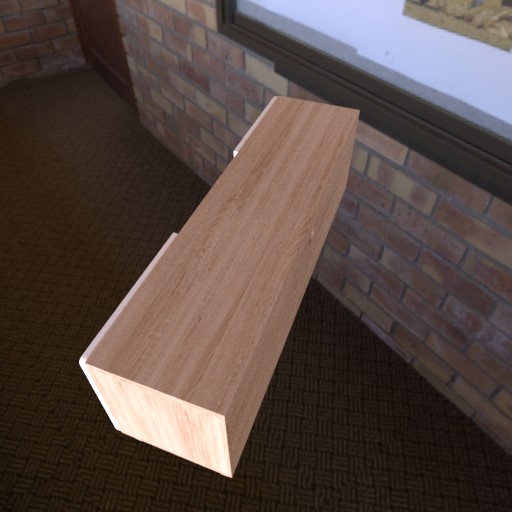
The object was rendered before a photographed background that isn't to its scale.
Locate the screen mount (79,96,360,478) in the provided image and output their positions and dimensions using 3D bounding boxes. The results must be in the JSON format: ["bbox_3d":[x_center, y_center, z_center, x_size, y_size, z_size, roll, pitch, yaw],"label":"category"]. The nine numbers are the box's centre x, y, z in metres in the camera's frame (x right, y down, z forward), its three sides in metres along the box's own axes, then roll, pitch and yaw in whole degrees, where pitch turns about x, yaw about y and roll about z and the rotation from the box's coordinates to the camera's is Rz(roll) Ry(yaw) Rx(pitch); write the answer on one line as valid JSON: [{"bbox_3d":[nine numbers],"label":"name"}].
[{"bbox_3d":[0.000,0.000,1.749,0.420,0.570,1.500,15,48,14],"label":"screen mount"}]
